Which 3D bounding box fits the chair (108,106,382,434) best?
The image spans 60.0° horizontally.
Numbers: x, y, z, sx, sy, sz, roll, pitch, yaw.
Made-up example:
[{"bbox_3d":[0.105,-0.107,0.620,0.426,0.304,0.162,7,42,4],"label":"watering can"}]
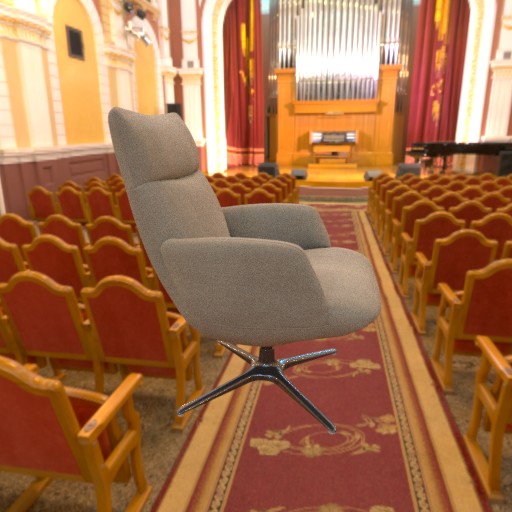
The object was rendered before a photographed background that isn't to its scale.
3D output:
[{"bbox_3d":[0.000,0.000,1.614,0.889,1.016,0.711,3,16,10],"label":"chair"}]
